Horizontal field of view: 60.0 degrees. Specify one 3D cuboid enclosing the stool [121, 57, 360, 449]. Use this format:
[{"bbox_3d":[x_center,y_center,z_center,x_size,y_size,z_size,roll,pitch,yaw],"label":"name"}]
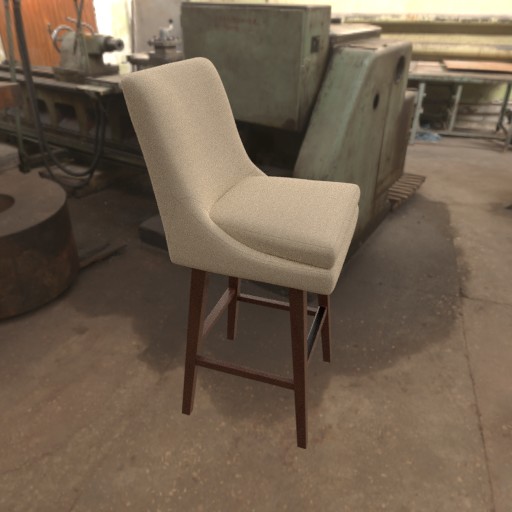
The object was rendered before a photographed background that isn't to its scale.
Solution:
[{"bbox_3d":[0.000,0.000,1.388,0.559,1.093,0.483,10,31,16],"label":"stool"}]
